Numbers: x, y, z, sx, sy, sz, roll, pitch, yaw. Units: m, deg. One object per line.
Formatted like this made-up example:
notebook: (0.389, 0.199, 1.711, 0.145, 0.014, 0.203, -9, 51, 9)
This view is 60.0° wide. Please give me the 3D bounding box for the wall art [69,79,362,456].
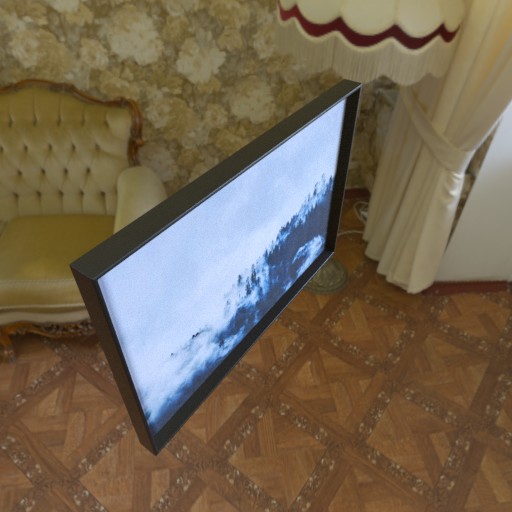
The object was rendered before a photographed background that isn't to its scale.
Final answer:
wall art: (0.000, 0.000, 1.188, 0.058, 0.640, 0.939, 26, 49, 25)
